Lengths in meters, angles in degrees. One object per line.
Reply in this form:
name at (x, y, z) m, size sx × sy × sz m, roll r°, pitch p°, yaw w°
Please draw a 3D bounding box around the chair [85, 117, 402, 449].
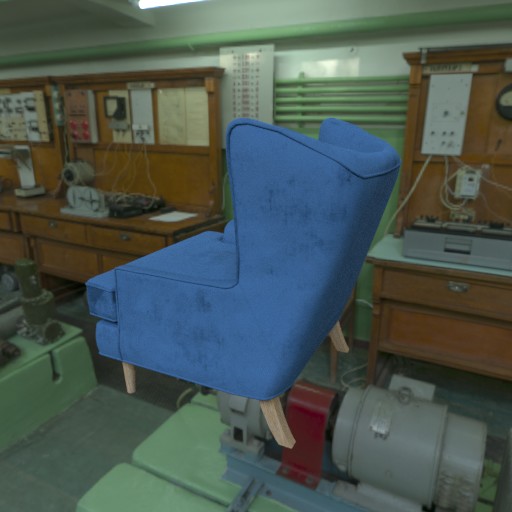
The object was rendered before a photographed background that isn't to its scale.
chair at (0.000, 0.000, 1.598) m, size 0.910 × 0.952 × 0.793 m, roll 8°, pitch 19°, yaw 25°
